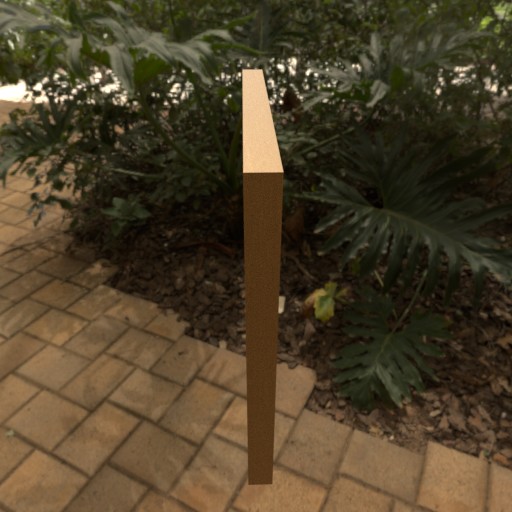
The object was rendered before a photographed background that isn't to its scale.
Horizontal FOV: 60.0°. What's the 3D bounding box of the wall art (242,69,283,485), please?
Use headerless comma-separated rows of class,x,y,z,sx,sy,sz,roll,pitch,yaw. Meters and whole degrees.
wall art,0.000,0.000,0.759,0.037,0.509,0.510,-1,33,-1
